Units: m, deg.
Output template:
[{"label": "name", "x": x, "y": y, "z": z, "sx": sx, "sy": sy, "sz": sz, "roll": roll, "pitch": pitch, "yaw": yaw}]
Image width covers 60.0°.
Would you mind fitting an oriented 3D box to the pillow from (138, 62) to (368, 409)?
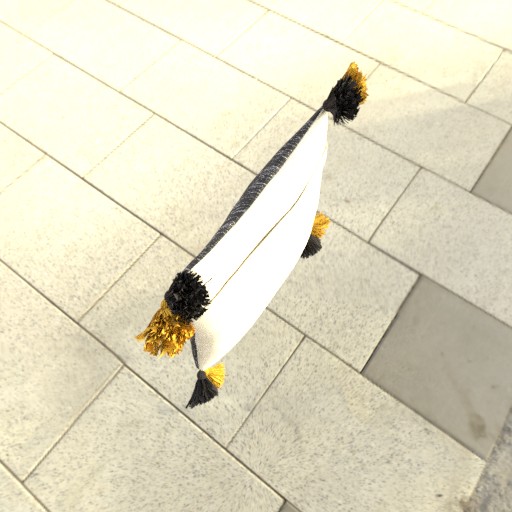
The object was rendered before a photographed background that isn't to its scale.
[{"label": "pillow", "x": 0.000, "y": 0.000, "z": 0.957, "sx": 0.139, "sy": 0.659, "sz": 0.654, "roll": 32, "pitch": 68, "yaw": 15}]
